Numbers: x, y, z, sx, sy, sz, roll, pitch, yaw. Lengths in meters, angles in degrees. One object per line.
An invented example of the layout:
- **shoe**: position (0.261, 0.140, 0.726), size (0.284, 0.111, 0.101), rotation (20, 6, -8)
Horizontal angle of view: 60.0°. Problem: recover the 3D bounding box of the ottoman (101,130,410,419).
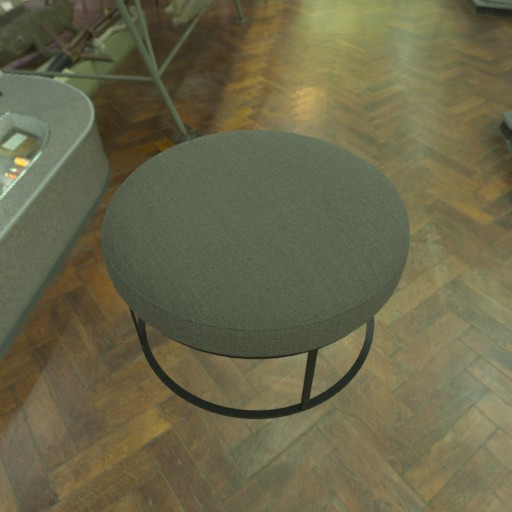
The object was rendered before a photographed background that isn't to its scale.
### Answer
- **ottoman**: position (0.000, 0.000, 1.239), size (0.772, 0.460, 0.772), rotation (0, 45, 0)
